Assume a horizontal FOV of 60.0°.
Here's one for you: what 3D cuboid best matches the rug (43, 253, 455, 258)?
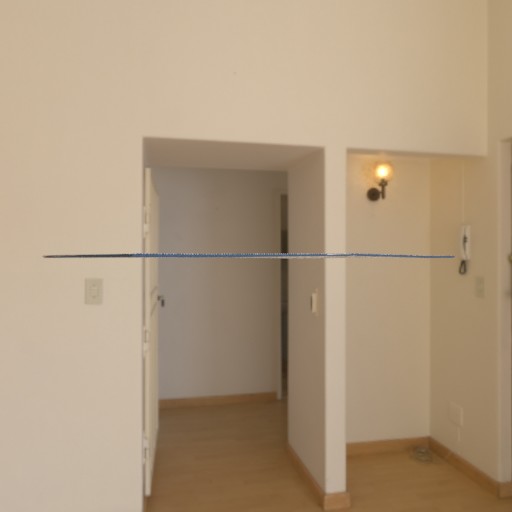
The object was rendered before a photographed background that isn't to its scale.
[{"bbox_3d":[0.000,0.000,2.281,1.793,0.025,1.159,0,0,-37],"label":"rug"}]
